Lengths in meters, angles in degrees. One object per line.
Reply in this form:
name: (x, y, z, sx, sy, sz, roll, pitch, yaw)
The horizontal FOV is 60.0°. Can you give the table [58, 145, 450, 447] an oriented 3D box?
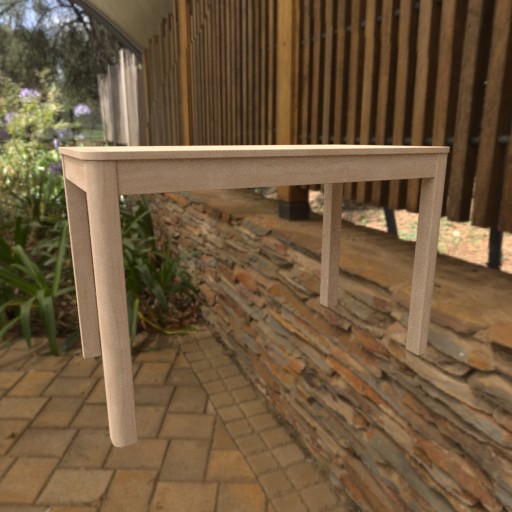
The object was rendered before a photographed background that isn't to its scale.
table: (0.000, 0.000, 1.884, 1.400, 0.900, 0.750, -8, 17, -27)
